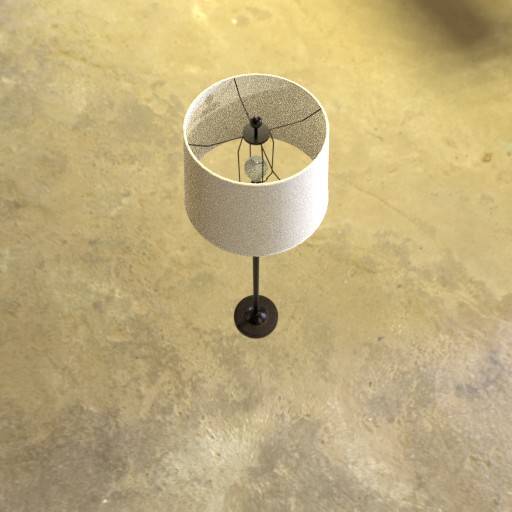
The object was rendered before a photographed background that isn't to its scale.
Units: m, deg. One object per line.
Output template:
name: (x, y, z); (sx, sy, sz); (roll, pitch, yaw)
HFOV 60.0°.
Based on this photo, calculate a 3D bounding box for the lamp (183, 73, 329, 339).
lamp: (0.000, 0.000, 1.715); (0.431, 1.484, 0.431); (0, 64, 0)
